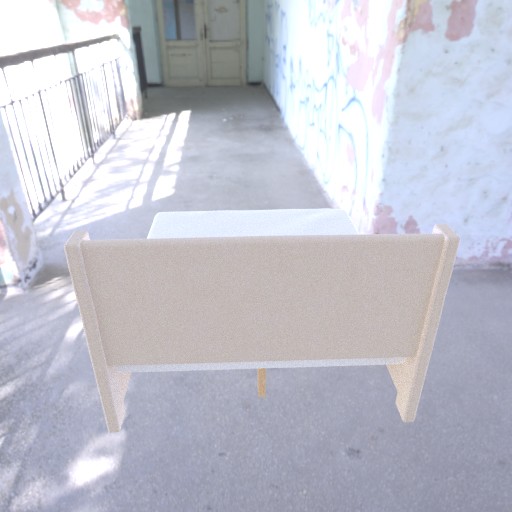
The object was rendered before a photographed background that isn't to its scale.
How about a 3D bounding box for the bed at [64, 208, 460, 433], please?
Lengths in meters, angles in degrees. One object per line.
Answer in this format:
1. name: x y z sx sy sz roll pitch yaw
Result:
1. bed: 0.000 0.000 3.728 2.145 1.471 2.293 -1 30 -2
